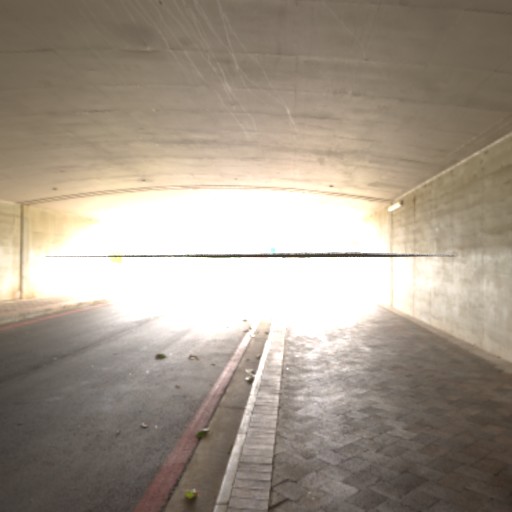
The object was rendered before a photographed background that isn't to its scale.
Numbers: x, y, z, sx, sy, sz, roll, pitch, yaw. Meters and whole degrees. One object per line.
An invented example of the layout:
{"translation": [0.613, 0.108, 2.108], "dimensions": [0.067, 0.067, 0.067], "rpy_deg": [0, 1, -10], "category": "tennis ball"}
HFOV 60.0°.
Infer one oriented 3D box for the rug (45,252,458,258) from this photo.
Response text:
{"translation": [0.000, 0.000, 4.134], "dimensions": [3.054, 0.030, 2.430], "rpy_deg": [0, -1, 37], "category": "rug"}
